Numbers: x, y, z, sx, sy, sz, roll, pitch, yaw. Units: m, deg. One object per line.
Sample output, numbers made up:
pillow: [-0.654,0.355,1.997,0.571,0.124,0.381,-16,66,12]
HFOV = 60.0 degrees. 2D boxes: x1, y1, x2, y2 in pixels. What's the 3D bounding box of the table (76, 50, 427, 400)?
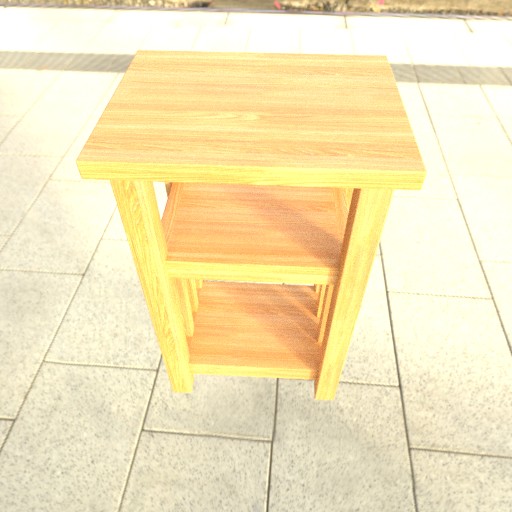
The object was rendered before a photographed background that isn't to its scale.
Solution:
table: [0.000,0.000,0.732,0.350,0.550,0.270,2,47,2]
